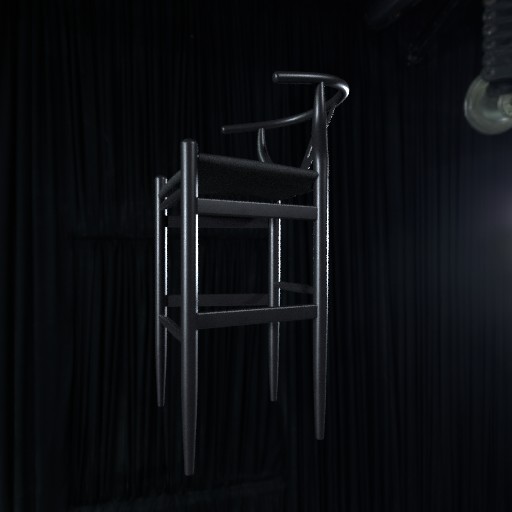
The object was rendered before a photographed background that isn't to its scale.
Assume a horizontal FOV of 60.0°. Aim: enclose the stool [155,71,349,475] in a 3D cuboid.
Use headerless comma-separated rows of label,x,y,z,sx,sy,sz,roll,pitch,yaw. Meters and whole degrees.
stool,0.000,0.000,1.431,0.579,1.072,0.569,0,0,-20
